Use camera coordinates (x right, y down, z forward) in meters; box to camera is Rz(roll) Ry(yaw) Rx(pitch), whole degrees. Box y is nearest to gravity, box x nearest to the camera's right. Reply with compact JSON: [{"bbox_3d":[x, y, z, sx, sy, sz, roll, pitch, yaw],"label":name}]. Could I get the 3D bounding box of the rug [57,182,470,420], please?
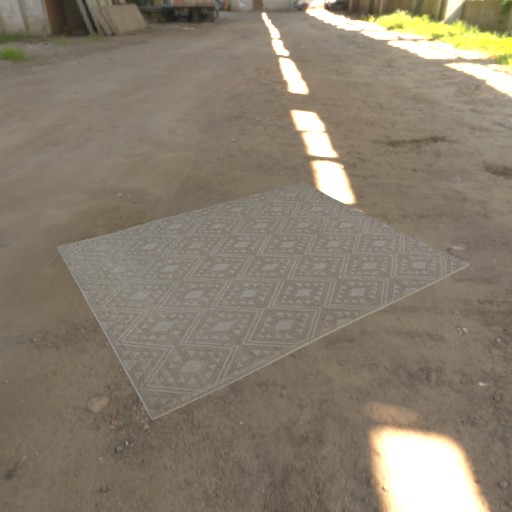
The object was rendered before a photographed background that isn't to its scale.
[{"bbox_3d":[0.000,0.000,4.114,3.011,0.054,2.399,-19,36,-28],"label":"rug"}]
